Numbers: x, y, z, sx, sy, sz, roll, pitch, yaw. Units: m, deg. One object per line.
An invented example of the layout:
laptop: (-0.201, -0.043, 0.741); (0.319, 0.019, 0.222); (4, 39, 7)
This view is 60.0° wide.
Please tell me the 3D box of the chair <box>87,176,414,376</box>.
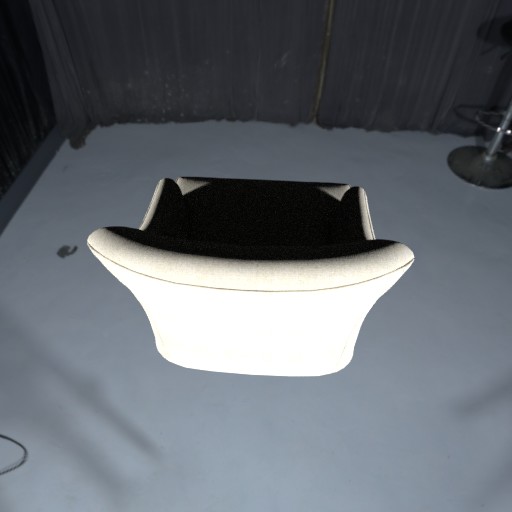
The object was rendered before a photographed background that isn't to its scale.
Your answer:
chair: (0.000, 0.000, 1.638); (0.864, 0.856, 0.923); (3, 48, 3)
